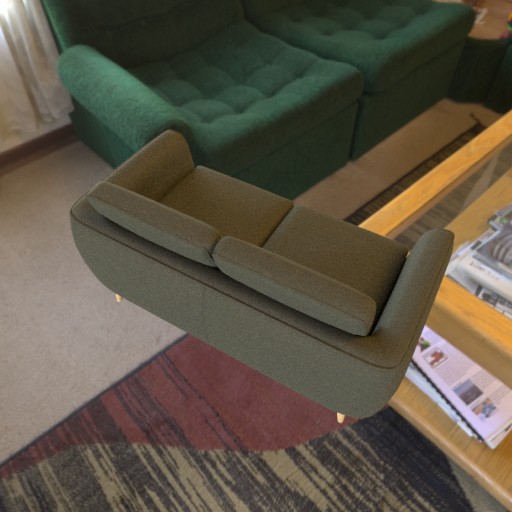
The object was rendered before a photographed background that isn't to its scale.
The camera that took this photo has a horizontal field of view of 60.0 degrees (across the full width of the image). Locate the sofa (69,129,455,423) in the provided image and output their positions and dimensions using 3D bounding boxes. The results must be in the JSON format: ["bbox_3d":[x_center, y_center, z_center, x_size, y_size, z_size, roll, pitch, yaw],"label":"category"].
[{"bbox_3d":[0.000,0.000,2.238,1.700,0.850,0.920,24,54,19],"label":"sofa"}]
